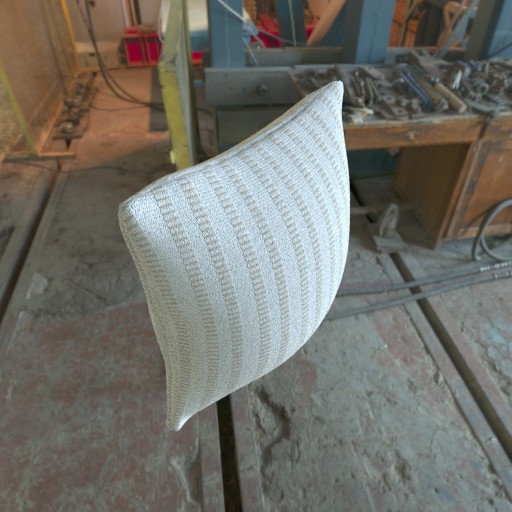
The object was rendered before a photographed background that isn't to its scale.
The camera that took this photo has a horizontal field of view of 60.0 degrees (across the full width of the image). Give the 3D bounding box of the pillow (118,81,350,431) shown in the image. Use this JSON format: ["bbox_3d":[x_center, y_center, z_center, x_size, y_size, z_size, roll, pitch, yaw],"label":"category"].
[{"bbox_3d":[0.000,0.000,0.682,0.247,0.419,0.438,25,46,27],"label":"pillow"}]
